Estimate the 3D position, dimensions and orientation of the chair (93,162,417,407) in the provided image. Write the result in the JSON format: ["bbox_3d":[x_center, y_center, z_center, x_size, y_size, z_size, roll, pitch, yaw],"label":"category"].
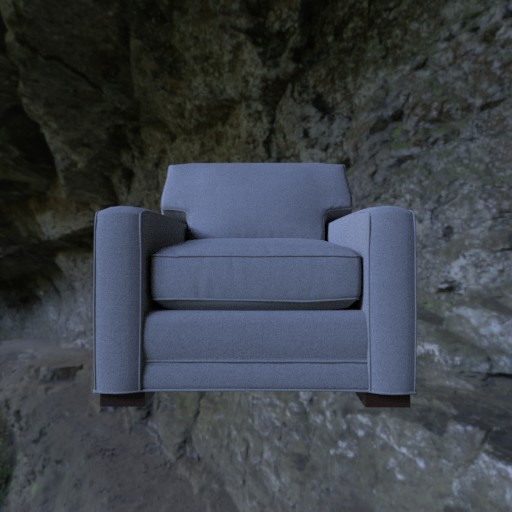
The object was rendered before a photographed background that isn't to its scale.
[{"bbox_3d":[0.000,0.000,1.852,0.999,0.934,1.044,0,0,1],"label":"chair"}]
